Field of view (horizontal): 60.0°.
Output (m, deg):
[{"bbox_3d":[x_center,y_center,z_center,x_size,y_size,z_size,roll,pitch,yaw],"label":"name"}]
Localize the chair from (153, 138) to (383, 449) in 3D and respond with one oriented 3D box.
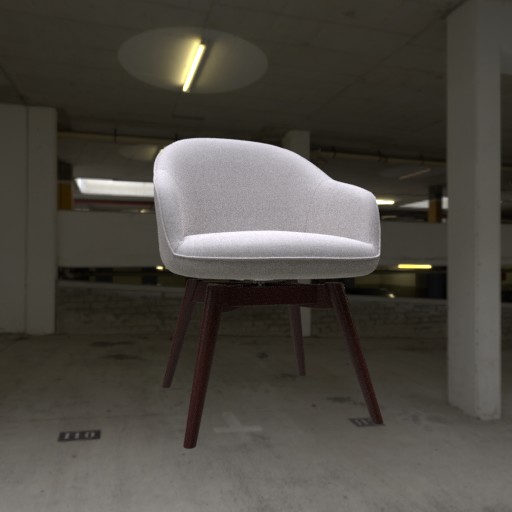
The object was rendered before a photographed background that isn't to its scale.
[{"bbox_3d":[0.000,0.000,1.271,0.596,0.823,0.635,0,0,-18],"label":"chair"}]
